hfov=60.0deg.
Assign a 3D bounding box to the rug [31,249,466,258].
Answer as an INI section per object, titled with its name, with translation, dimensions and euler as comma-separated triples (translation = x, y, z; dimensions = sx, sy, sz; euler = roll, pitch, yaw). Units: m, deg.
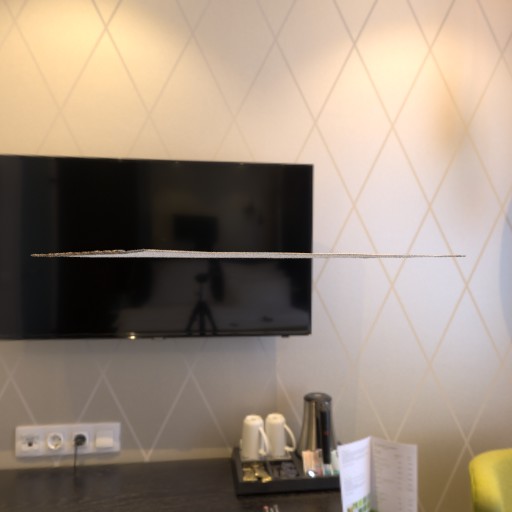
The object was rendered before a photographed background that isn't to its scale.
[rug]
translation = 0.000, 0.000, 2.240
dimensions = 1.861, 0.017, 1.218
euler = 0, -1, -37
